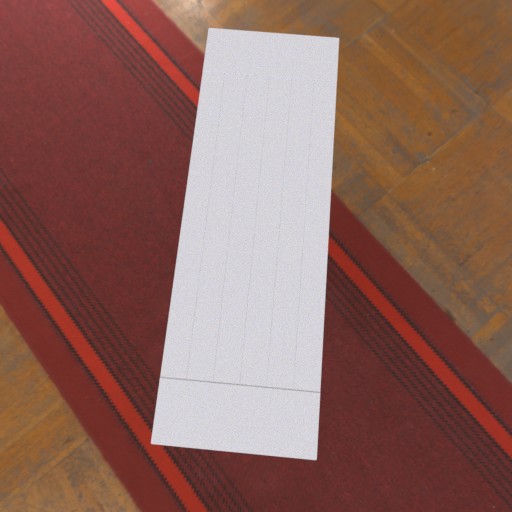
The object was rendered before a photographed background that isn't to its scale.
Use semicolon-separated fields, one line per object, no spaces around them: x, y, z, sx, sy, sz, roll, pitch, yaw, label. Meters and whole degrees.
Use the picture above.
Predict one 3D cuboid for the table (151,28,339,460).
0.000;0.000;1.448;0.373;0.768;1.062;5;76;1;table
